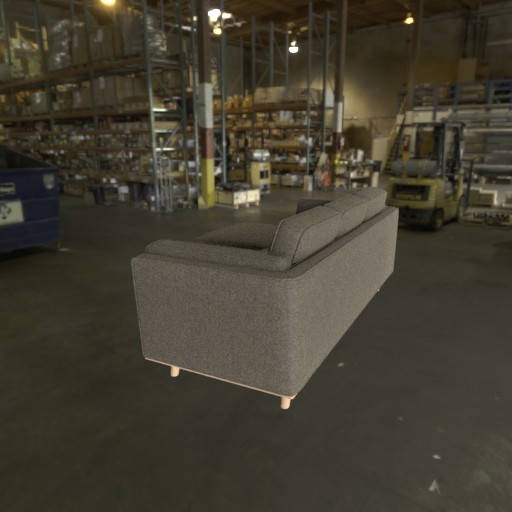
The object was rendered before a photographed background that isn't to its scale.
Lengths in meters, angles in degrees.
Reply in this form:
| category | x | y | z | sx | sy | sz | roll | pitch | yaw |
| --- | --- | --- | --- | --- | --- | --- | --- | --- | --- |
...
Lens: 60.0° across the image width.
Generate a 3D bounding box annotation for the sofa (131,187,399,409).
| category | x | y | z | sx | sy | sz | roll | pitch | yaw |
| --- | --- | --- | --- | --- | --- | --- | --- | --- | --- |
| sofa | 0.000 | 0.000 | 3.255 | 1.604 | 0.929 | 2.411 | 7 | 16 | 26 |
